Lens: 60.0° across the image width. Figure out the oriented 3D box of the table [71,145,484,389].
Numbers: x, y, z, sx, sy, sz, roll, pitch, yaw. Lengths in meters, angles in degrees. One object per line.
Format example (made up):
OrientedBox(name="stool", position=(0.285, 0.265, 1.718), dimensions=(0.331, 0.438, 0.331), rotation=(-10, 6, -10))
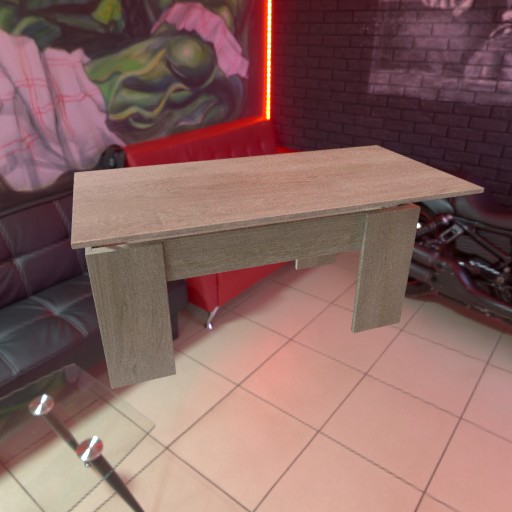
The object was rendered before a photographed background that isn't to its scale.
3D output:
OrientedBox(name="table", position=(0.000, 0.000, 1.424), dimensions=(1.000, 0.570, 0.711), rotation=(-9, 29, -17))
